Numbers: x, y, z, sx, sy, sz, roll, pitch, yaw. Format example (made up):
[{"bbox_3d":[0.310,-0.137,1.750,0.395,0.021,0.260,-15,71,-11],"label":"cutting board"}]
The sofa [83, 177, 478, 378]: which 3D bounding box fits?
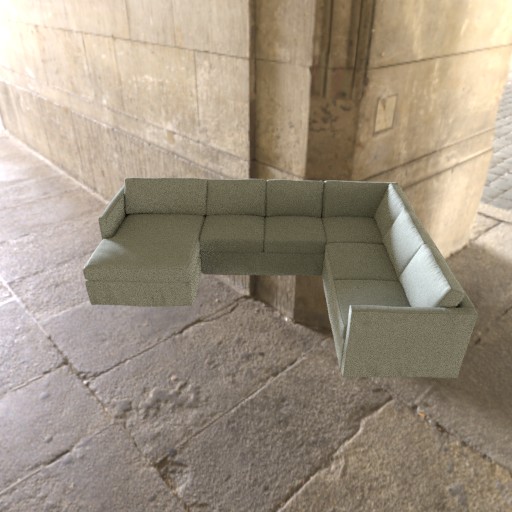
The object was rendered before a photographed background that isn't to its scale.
[{"bbox_3d":[0.000,0.000,4.531,3.434,0.869,2.440,1,31,2],"label":"sofa"}]
